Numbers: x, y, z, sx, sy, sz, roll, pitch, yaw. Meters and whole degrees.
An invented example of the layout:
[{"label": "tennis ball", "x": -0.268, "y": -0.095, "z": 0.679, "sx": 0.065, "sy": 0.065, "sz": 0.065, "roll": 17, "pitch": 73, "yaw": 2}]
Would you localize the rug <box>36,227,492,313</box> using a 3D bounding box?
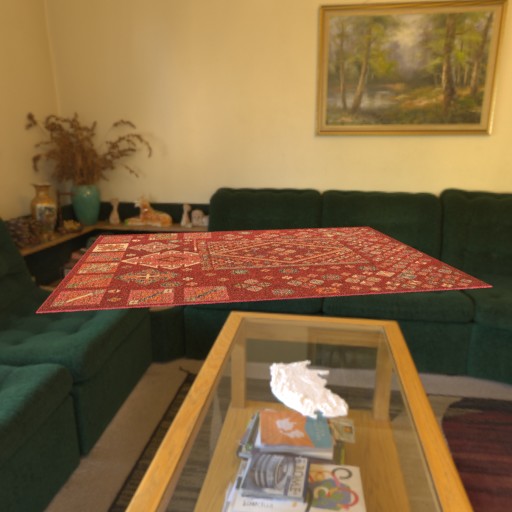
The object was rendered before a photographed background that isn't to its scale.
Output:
[{"label": "rug", "x": 0.000, "y": 0.000, "z": 4.295, "sx": 3.306, "sy": 0.011, "sz": 2.389, "roll": -2, "pitch": 15, "yaw": -9}]
